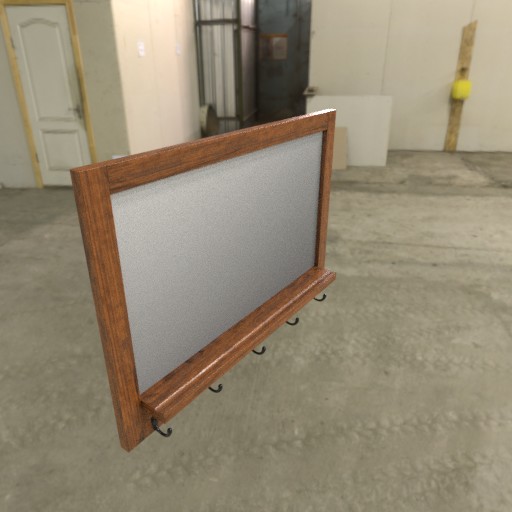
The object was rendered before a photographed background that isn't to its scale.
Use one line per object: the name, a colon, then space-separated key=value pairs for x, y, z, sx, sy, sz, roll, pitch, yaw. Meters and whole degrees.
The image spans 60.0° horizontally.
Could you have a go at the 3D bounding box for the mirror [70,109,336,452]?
mirror: x=0.000 y=0.000 z=0.980 sx=0.084 sy=0.537 sz=0.758 roll=18 pitch=31 yaw=32
